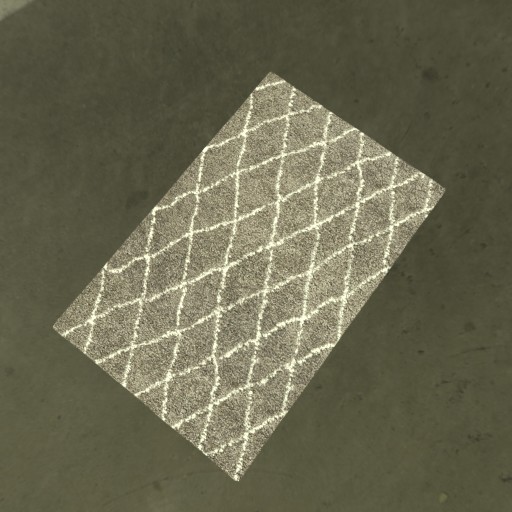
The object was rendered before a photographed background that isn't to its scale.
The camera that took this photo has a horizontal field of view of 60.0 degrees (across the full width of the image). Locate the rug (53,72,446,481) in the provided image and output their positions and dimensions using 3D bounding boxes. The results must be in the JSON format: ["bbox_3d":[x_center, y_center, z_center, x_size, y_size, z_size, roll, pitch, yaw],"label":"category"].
[{"bbox_3d":[0.000,0.000,3.463,1.778,0.030,2.743,37,80,8],"label":"rug"}]
